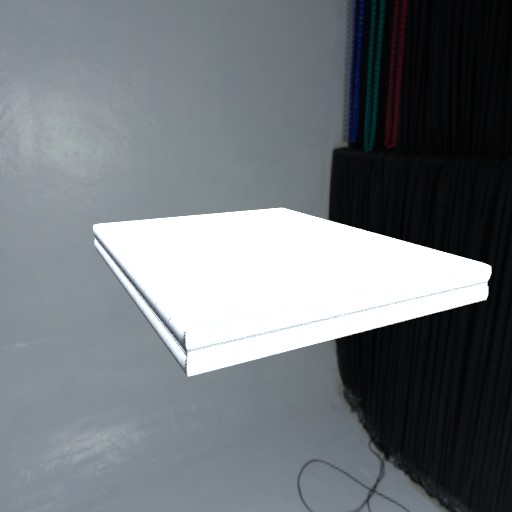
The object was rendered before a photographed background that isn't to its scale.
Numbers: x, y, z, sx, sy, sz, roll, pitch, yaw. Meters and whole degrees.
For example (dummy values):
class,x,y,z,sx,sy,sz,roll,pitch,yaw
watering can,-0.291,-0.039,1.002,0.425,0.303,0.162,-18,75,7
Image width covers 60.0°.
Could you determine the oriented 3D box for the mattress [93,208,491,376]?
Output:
class,x,y,z,sx,sy,sz,roll,pitch,yaw
mattress,0.000,0.000,2.711,1.600,0.200,2.000,-8,17,-27
